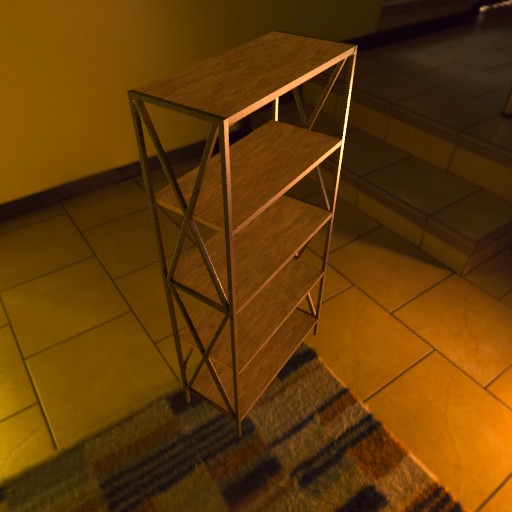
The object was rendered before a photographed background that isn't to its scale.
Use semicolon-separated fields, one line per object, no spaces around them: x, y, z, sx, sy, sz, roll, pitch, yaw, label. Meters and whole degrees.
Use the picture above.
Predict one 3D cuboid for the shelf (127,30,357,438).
0.000;0.000;2.176;0.386;1.803;0.874;24;46;26;shelf
